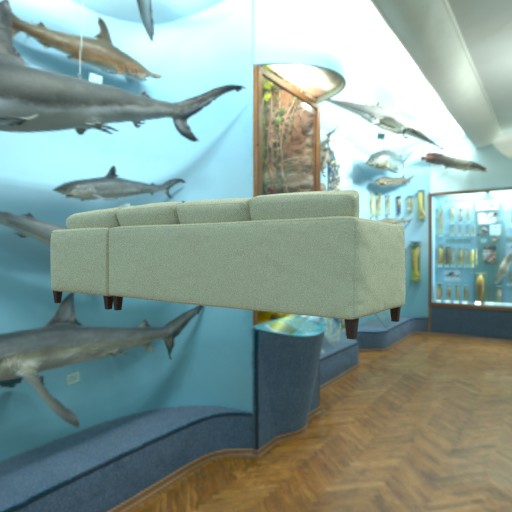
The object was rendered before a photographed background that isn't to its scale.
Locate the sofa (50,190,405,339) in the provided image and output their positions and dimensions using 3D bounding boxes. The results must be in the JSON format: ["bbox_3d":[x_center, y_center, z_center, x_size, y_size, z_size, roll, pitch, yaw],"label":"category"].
[{"bbox_3d":[0.000,0.000,4.539,3.302,0.947,2.593,0,1,35],"label":"sofa"}]
